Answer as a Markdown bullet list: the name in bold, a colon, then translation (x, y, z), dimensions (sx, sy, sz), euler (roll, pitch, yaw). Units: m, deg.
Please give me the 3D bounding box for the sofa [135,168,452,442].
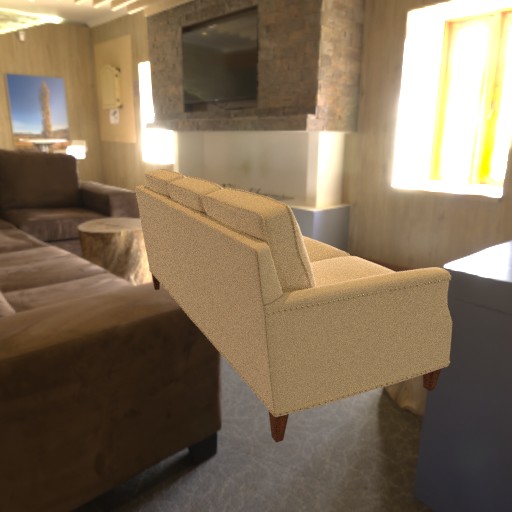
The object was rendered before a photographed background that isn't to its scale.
- **sofa**: translation (0.000, 0.000, 2.846), dimensions (1.084, 1.003, 2.246), euler (-7, 17, -25)
